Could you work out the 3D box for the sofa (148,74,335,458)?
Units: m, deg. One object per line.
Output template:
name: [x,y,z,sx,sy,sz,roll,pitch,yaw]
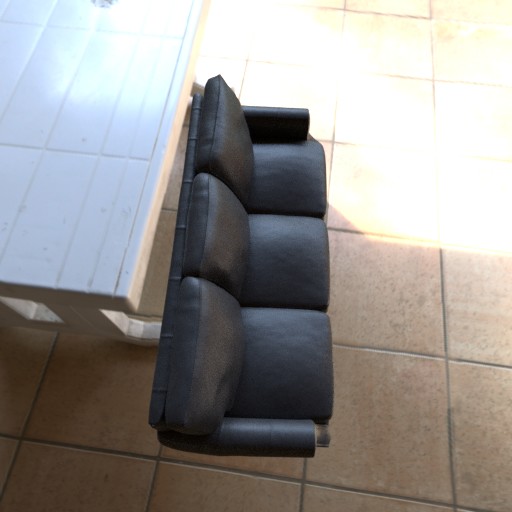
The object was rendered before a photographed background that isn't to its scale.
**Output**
sofa: [0.000,0.000,2.876,0.974,0.977,2.387,2,64,1]
